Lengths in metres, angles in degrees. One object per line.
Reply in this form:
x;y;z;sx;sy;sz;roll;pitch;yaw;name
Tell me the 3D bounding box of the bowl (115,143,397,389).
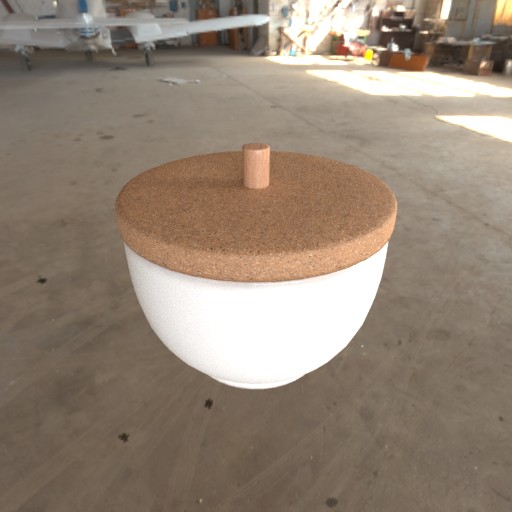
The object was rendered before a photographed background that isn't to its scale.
0.000;0.000;0.221;0.126;0.110;0.126;0;29;0;bowl
